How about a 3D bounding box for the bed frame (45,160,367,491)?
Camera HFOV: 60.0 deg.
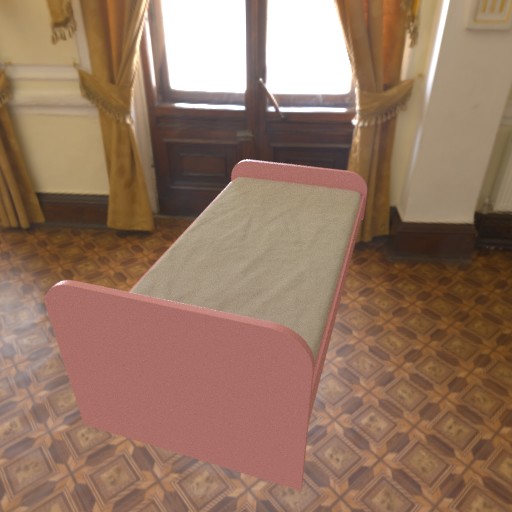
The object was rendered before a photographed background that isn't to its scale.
[{"bbox_3d":[0.000,0.000,2.440,0.998,0.805,1.963,10,34,15],"label":"bed frame"}]
